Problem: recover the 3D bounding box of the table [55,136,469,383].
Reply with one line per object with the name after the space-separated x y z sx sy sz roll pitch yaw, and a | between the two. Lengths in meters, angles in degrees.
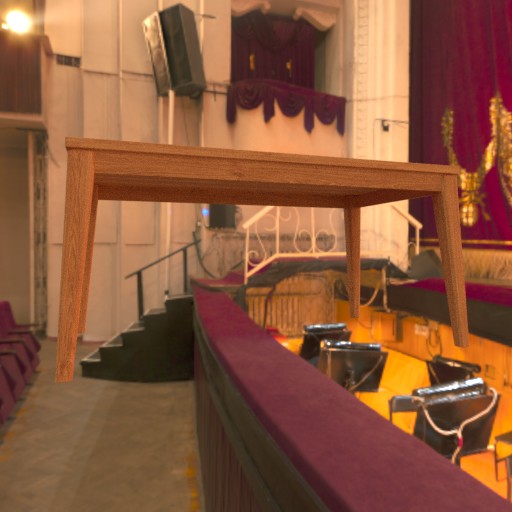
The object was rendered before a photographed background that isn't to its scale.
0.000 0.000 2.028 1.600 0.760 0.900 0 1 -19 | table
